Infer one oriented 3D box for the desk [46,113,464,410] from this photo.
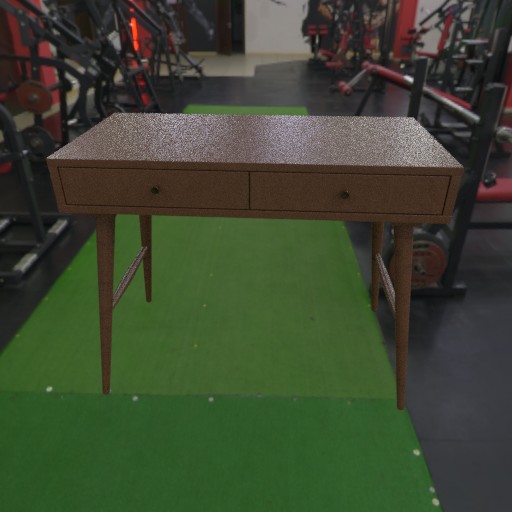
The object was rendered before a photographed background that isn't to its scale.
[{"bbox_3d":[0.000,0.000,1.393,0.949,0.758,0.510,2,30,3],"label":"desk"}]
